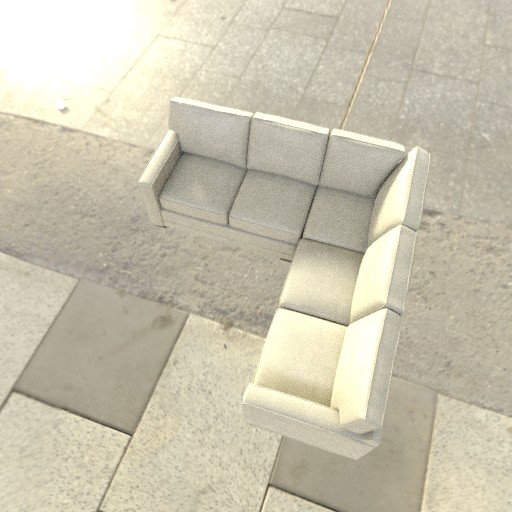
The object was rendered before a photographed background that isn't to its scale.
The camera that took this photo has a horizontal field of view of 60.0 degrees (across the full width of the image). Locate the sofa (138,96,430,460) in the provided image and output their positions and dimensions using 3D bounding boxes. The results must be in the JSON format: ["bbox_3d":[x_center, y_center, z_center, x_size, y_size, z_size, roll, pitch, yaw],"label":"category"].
[{"bbox_3d":[0.000,0.000,3.361,2.188,0.936,2.211,15,60,9],"label":"sofa"}]
